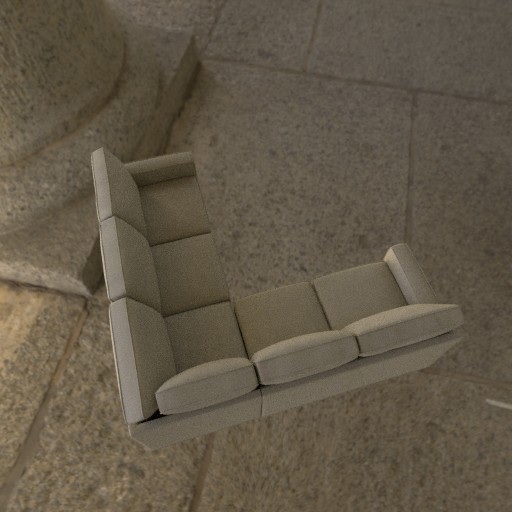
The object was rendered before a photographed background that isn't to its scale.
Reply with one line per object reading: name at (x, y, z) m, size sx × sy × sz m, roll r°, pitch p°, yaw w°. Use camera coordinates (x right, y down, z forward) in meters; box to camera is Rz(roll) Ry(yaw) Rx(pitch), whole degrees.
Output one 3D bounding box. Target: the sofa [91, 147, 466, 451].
sofa at (0.000, 0.000, 3.440) m, size 2.188 × 0.936 × 2.211 m, roll -15°, pitch 61°, yaw -8°
